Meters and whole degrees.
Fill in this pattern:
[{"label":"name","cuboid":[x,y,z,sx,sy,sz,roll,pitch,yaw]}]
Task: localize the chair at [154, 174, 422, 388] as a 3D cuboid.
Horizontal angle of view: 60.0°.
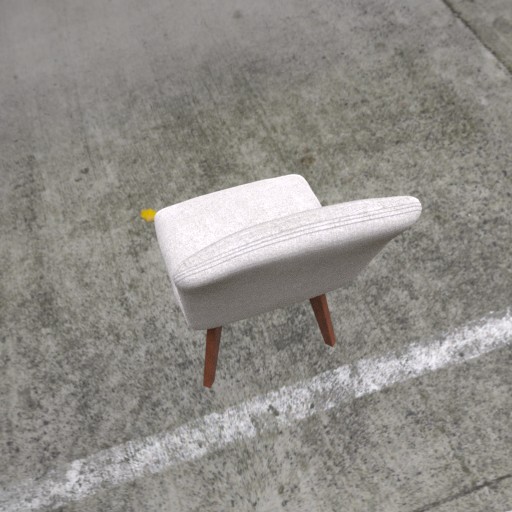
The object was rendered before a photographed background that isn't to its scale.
[{"label":"chair","cuboid":[0.000,0.000,1.288,0.522,0.974,0.563,-16,61,-9]}]
